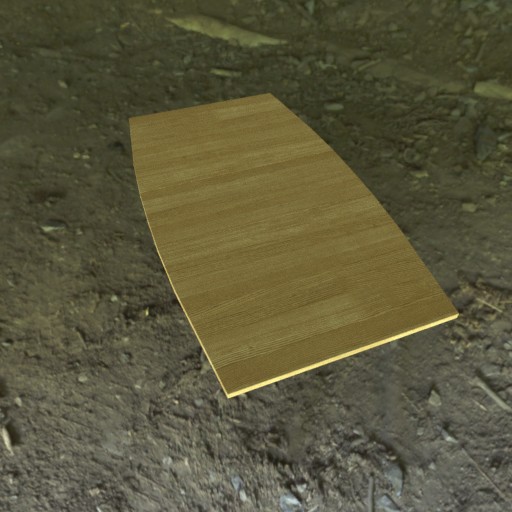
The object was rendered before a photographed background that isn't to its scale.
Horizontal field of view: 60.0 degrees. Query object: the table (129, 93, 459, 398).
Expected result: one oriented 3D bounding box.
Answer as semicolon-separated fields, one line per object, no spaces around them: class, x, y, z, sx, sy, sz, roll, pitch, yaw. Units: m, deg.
table;0.000;0.000;2.096;0.900;0.748;1.598;-15;48;-14
